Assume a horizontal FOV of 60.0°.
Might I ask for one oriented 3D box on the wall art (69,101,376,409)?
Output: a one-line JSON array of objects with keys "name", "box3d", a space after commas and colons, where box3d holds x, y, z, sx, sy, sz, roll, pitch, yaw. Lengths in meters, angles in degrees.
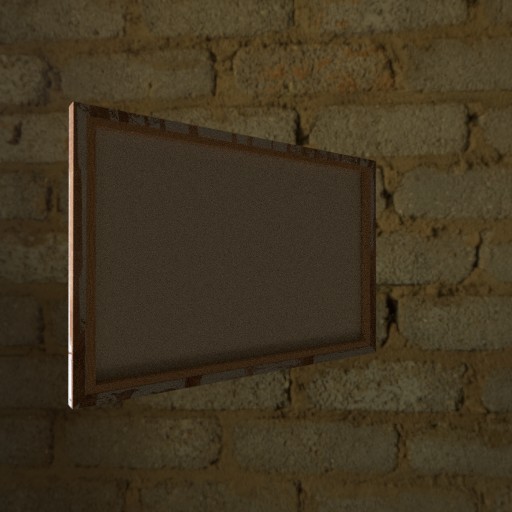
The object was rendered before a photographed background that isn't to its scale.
[{"name": "wall art", "box3d": [0.000, 0.000, 1.156, 0.914, 0.609, 0.035, 0, 0, -36]}]
